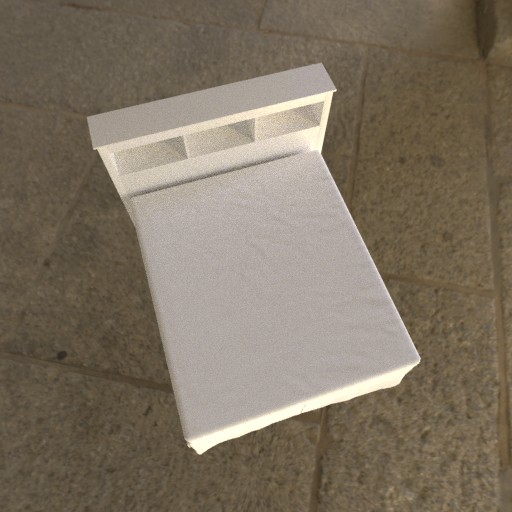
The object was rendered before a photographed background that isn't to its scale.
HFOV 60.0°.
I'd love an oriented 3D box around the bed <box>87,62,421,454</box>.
[{"bbox_3d":[0.000,0.000,3.089,1.671,1.092,2.133,-16,65,-8],"label":"bed"}]
